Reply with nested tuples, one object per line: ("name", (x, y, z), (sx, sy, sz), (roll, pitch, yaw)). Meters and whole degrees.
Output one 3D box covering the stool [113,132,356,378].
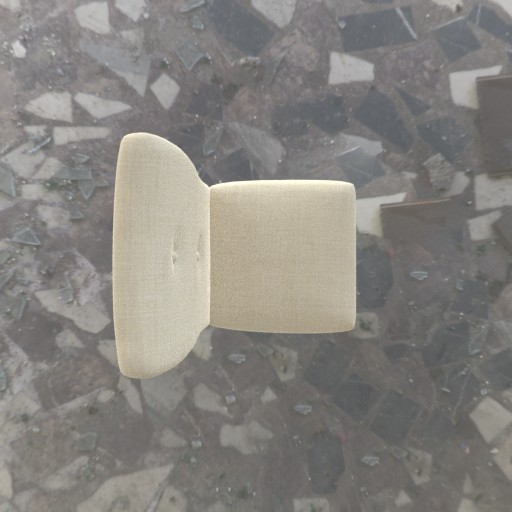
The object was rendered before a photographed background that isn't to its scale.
("stool", (0.000, 0.000, 1.468), (0.603, 1.124, 0.516), (0, 90, 0))
